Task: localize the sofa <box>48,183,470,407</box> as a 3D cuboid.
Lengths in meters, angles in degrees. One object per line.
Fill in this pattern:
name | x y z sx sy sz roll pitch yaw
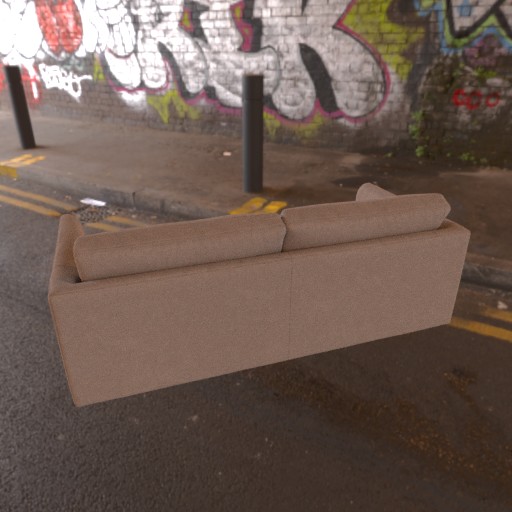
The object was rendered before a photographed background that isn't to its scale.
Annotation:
sofa | 0.000 0.000 2.749 2.588 0.838 1.090 -8 27 -17
